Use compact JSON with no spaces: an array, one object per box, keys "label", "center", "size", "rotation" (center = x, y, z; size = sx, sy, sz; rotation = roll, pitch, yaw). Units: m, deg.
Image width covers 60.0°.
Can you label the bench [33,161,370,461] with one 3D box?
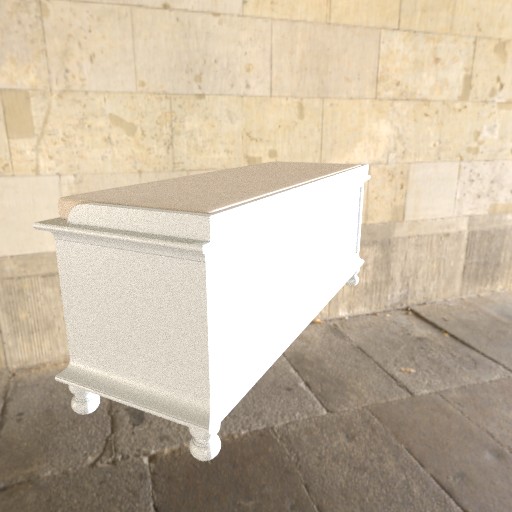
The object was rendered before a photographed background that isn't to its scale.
[{"label":"bench","center":[0.000,0.000,1.357],"size":[0.402,0.486,1.185],"rotation":[8,18,25]}]
